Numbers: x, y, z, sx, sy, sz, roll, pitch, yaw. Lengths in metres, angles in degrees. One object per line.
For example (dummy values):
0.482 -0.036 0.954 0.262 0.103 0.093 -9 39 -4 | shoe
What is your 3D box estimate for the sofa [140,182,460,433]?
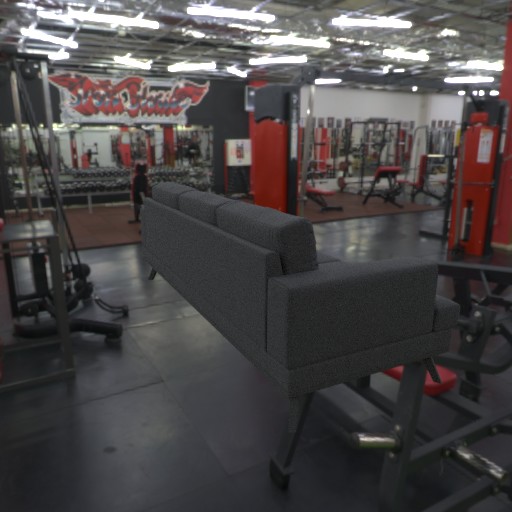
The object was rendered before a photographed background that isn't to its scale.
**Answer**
0.000 0.000 2.780 0.920 0.810 2.310 -7 16 -26 | sofa
